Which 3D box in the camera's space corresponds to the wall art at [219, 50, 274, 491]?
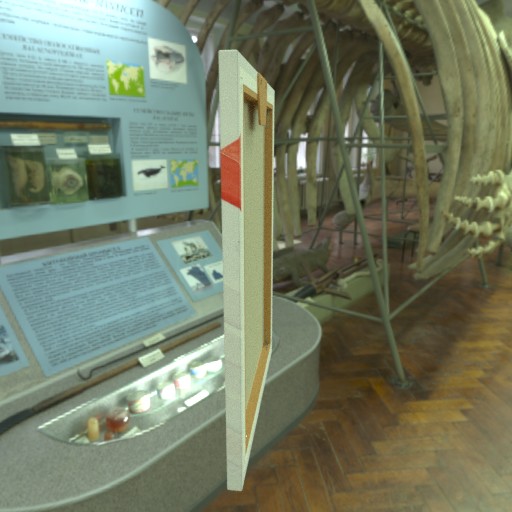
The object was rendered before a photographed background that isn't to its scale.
[{"bbox_3d":[0.000,0.000,1.338,0.045,1.014,0.759,2,15,7],"label":"wall art"}]
